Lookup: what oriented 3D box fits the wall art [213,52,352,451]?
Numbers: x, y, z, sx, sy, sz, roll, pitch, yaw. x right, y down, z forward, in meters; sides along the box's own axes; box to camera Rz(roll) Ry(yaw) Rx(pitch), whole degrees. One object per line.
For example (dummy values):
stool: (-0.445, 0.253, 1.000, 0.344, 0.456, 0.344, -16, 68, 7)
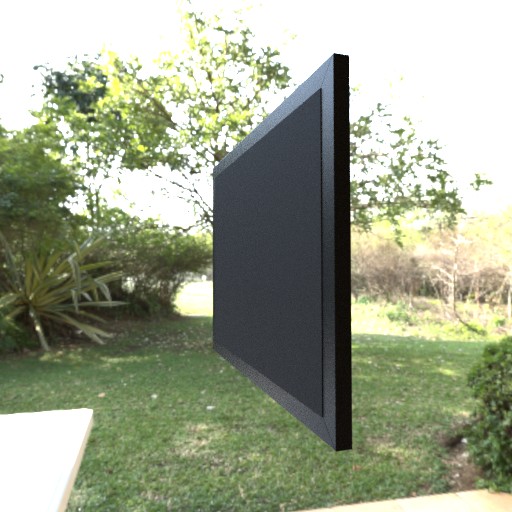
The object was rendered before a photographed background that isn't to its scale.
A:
wall art: (0.000, 0.000, 0.547, 0.016, 0.306, 0.432, 0, -1, -18)
